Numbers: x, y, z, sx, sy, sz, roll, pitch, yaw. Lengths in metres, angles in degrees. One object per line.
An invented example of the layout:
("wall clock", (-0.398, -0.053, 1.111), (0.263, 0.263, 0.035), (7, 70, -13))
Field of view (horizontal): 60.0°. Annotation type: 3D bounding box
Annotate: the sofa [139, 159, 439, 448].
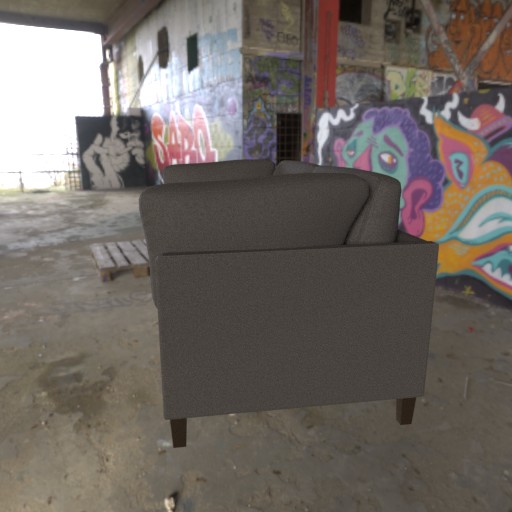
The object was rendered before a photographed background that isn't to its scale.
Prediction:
("sofa", (0.000, 0.000, 2.261), (0.969, 0.920, 1.751), (-2, 14, -9))
